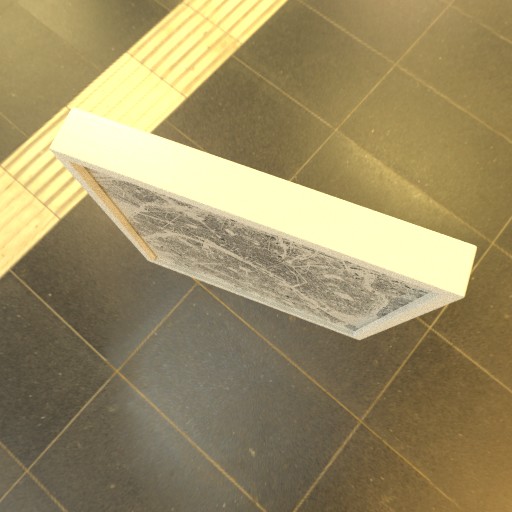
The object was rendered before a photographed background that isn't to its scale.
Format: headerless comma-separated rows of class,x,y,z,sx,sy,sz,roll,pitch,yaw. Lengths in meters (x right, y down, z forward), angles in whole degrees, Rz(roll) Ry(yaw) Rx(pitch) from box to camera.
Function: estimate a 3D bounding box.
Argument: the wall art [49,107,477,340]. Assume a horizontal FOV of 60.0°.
wall art,0.000,0.000,0.453,0.305,0.305,0.038,20,75,6
